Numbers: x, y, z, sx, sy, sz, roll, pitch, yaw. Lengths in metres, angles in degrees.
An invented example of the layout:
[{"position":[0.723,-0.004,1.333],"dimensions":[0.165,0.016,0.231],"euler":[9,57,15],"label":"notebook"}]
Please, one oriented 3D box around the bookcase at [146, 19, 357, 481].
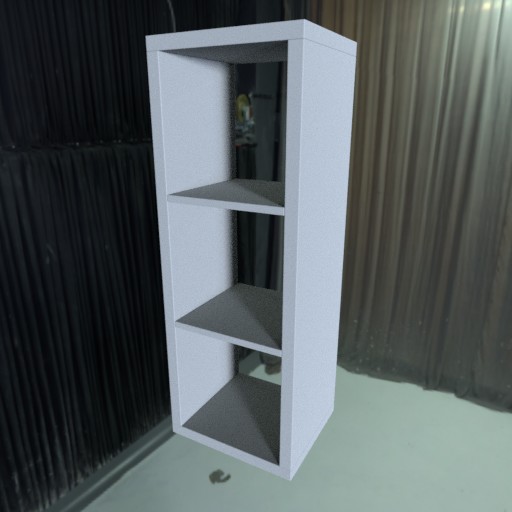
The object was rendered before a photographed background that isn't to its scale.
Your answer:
[{"position":[0.000,0.000,1.217],"dimensions":[0.390,1.080,0.330],"euler":[10,20,27],"label":"bookcase"}]
